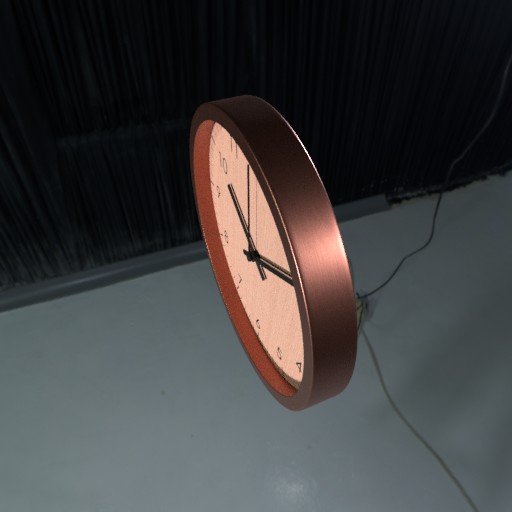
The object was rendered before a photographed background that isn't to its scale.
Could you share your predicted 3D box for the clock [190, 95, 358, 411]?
[{"bbox_3d":[0.000,0.000,0.461,0.040,0.313,0.313,-17,48,-16],"label":"clock"}]
